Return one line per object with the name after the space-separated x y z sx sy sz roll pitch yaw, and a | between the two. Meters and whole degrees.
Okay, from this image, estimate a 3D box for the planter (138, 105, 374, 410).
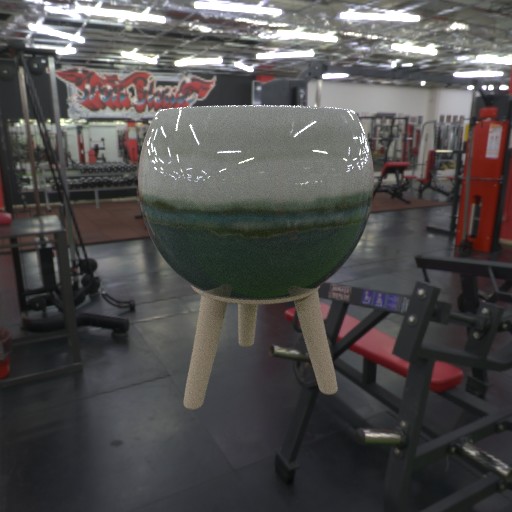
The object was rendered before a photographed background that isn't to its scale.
0.000 0.000 0.449 0.222 0.278 0.222 0 15 0 | planter
